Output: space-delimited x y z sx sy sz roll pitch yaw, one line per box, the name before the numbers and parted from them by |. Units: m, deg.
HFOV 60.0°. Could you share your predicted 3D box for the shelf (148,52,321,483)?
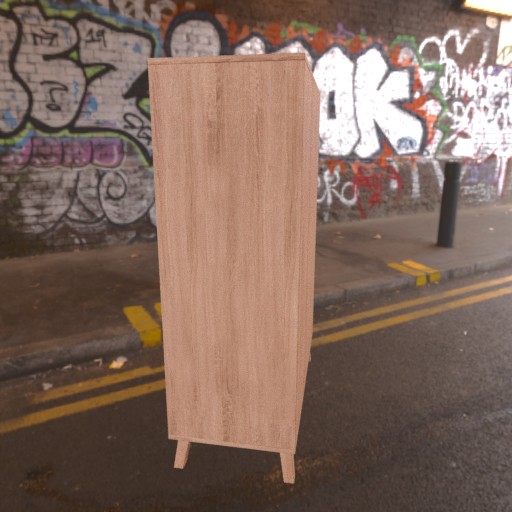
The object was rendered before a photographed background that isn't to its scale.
shelf | 0.000 0.000 1.870 0.450 1.390 1.000 3 14 10
